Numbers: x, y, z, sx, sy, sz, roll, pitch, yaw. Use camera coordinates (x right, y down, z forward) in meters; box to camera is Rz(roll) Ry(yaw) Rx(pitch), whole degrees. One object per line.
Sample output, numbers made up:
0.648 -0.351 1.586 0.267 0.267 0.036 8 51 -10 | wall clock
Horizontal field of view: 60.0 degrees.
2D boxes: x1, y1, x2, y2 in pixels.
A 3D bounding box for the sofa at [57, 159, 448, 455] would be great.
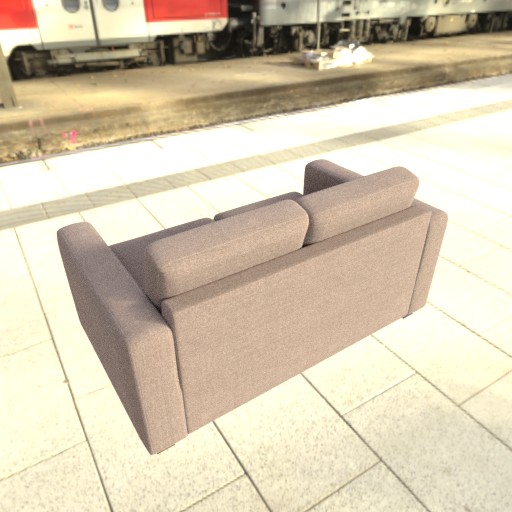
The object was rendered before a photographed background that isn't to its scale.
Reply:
0.000 0.000 2.030 1.520 0.800 0.900 -20 38 -28 | sofa
